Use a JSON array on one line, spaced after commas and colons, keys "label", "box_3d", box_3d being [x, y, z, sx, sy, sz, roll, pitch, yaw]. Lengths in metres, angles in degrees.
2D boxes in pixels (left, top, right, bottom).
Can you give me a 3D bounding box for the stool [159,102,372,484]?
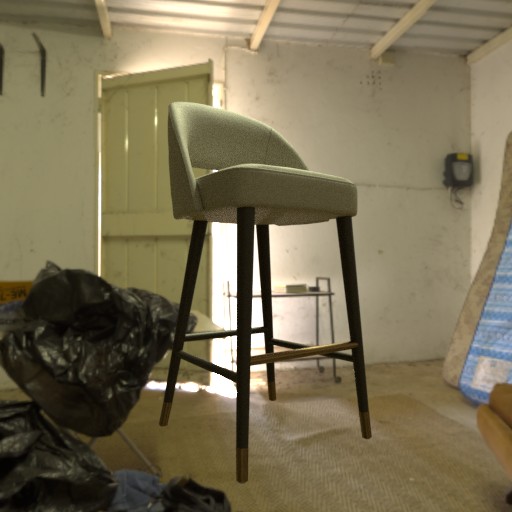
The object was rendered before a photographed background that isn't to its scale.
[{"label": "stool", "box_3d": [0.000, 0.000, 1.336, 0.494, 1.037, 0.509, 1, -1, -36]}]
